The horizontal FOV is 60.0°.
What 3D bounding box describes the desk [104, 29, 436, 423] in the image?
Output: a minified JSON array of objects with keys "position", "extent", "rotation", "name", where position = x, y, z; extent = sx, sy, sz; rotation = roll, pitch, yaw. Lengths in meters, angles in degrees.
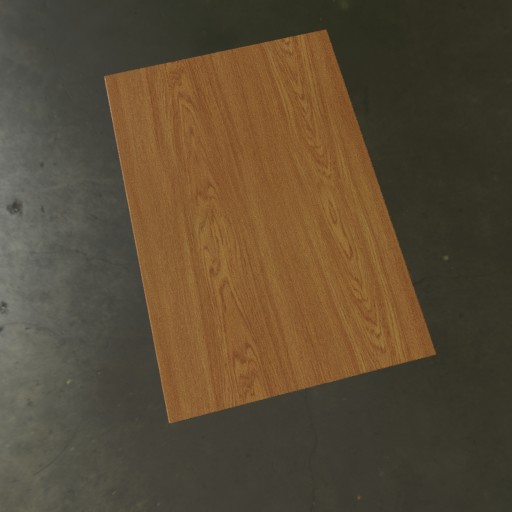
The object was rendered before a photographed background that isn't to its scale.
[{"position":[0.000,0.000,1.071],"extent":[0.404,0.730,0.600],"rotation":[-13,76,-3],"name":"desk"}]
